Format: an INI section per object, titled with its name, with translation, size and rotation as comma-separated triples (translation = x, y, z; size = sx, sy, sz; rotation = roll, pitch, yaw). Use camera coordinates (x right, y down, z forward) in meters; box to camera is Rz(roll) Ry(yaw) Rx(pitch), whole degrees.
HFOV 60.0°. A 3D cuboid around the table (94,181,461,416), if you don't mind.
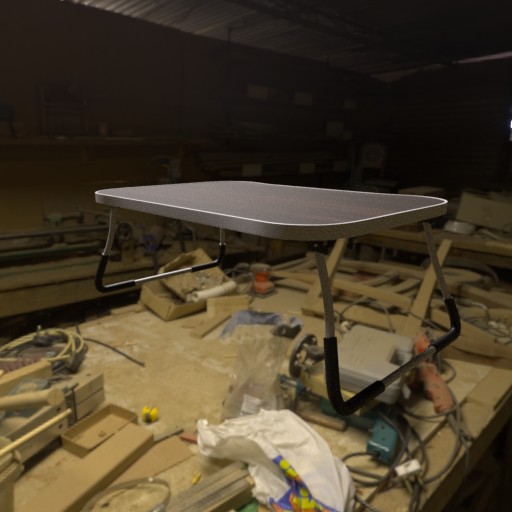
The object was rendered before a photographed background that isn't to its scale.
[table]
translation = 0.000, 0.000, 0.846
size = 0.400, 0.232, 0.660
rotation = -13, 19, -43
